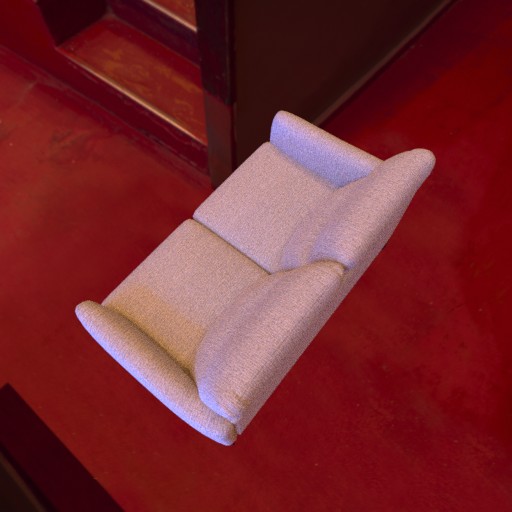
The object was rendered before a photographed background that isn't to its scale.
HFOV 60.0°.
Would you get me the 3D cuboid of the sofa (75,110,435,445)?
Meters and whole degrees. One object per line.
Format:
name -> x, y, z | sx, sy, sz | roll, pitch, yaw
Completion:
sofa -> 0.000, 0.000, 2.134 | 0.905, 0.950, 1.540 | 36, 69, 16
